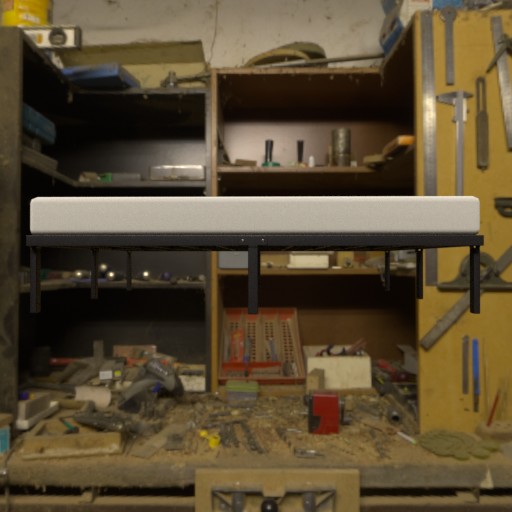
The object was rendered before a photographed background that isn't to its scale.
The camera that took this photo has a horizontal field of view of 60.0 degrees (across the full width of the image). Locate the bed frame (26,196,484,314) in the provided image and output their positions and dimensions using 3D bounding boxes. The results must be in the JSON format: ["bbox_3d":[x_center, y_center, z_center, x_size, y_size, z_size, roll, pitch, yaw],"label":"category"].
[{"bbox_3d":[0.000,0.000,3.527,2.635,0.680,1.990,0,0,1],"label":"bed frame"}]
